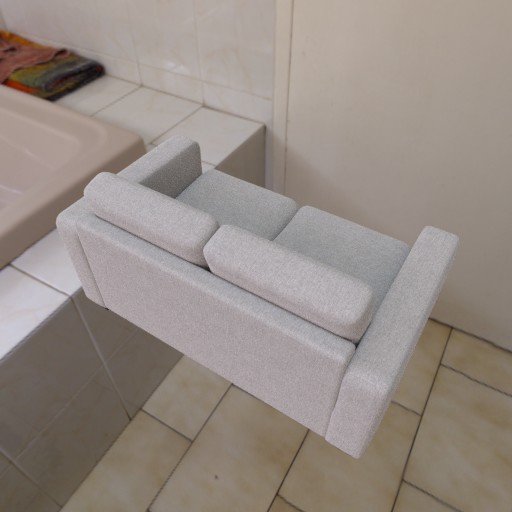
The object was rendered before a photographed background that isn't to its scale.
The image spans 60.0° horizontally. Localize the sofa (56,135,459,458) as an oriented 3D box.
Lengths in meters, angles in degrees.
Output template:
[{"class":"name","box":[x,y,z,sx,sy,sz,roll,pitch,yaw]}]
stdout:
[{"class":"sofa","box":[0.000,0.000,2.023,1.540,0.800,0.900,25,50,22]}]
